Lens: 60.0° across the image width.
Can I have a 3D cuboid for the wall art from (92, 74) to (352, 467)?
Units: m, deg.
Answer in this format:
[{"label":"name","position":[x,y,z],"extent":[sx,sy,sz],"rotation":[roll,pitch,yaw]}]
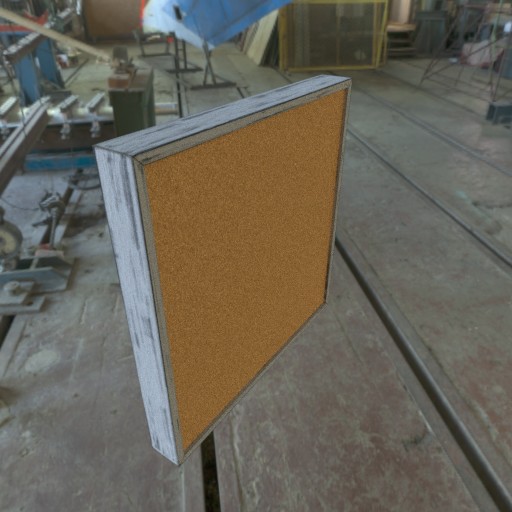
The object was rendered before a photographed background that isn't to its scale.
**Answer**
[{"label":"wall art","position":[0.000,0.000,0.453],"extent":[0.036,0.303,0.303],"rotation":[20,37,29]}]
